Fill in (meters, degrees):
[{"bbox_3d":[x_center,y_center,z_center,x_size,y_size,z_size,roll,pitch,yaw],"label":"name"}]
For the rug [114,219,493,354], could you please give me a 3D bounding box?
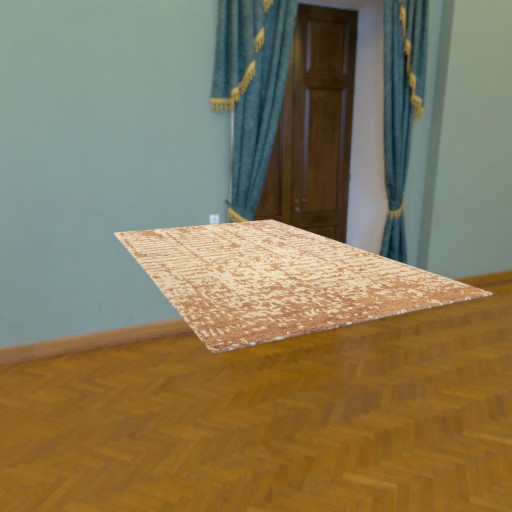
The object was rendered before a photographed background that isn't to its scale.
[{"bbox_3d":[0.000,0.000,3.005,1.517,0.011,2.435,-7,16,-25],"label":"rug"}]
